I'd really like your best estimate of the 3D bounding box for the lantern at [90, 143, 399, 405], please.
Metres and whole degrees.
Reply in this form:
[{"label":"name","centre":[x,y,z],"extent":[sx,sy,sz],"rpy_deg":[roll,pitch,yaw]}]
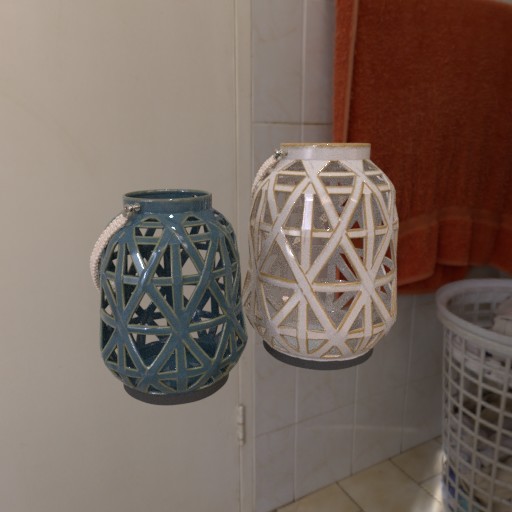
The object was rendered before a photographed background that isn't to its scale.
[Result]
[{"label":"lantern","centre":[0.000,0.000,0.624],"extent":[0.439,0.307,0.245],"rpy_deg":[-7,16,-25]}]
